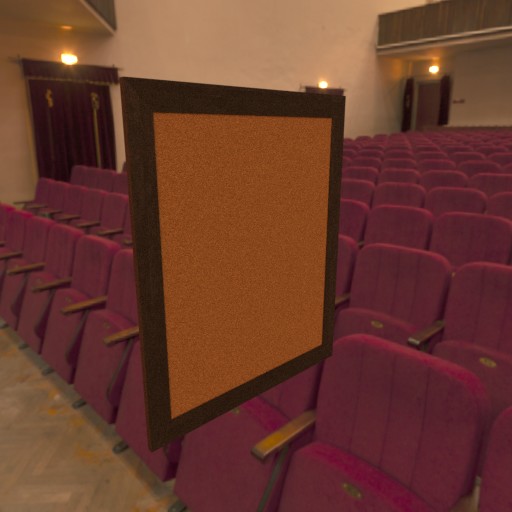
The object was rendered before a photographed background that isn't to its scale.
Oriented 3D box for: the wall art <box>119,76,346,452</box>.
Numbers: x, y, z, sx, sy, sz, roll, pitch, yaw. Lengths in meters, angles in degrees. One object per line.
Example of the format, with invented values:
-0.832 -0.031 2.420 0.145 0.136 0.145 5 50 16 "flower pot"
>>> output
0.000 0.000 0.804 0.476 0.570 0.013 -14 21 -41 "wall art"
